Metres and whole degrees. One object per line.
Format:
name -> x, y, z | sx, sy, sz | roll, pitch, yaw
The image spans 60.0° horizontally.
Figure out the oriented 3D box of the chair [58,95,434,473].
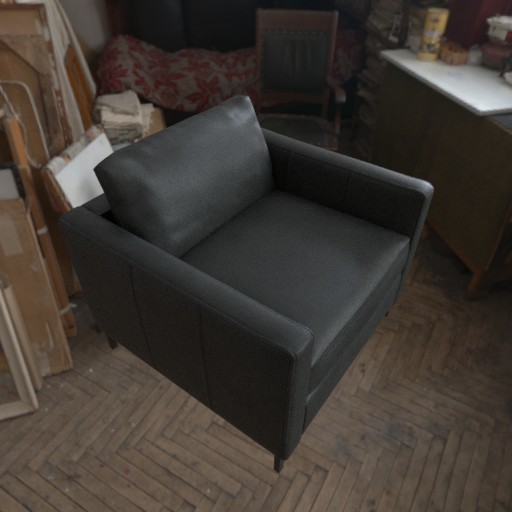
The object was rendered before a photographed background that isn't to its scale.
chair -> 0.000, 0.000, 1.487 | 0.861, 0.824, 0.967 | 26, 47, 27
